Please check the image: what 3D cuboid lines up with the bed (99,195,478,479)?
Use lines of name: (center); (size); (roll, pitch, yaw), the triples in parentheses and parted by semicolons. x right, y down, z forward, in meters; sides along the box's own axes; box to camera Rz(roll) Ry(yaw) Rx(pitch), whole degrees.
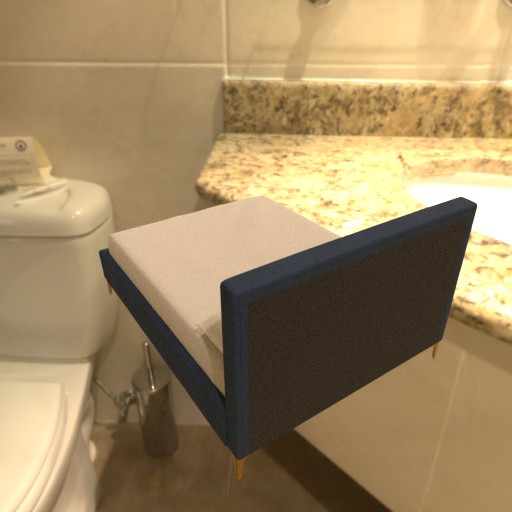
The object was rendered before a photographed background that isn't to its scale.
bed: (0.000, 0.000, 3.258); (1.723, 1.231, 2.172); (-19, 34, -29)
